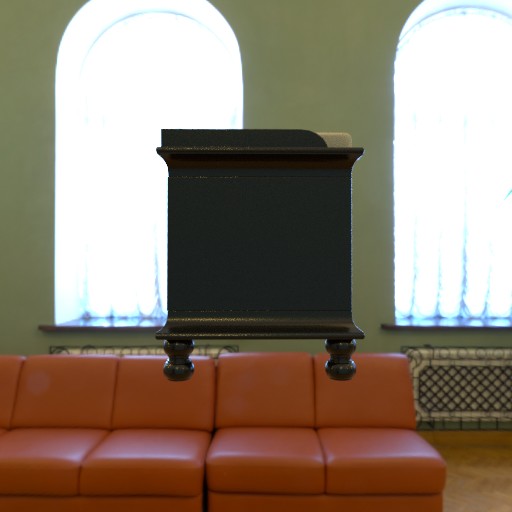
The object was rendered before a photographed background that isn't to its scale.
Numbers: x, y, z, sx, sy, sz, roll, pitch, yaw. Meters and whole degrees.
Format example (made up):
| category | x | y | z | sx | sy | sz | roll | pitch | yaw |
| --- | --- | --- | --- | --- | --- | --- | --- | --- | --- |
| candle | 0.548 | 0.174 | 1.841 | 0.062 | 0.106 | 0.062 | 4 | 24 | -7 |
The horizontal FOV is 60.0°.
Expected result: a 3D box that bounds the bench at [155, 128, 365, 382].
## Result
| category | x | y | z | sx | sy | sz | roll | pitch | yaw |
| --- | --- | --- | --- | --- | --- | --- | --- | --- | --- |
| bench | 0.000 | 0.000 | 1.443 | 0.402 | 0.501 | 1.185 | 0 | -1 | -1 |
